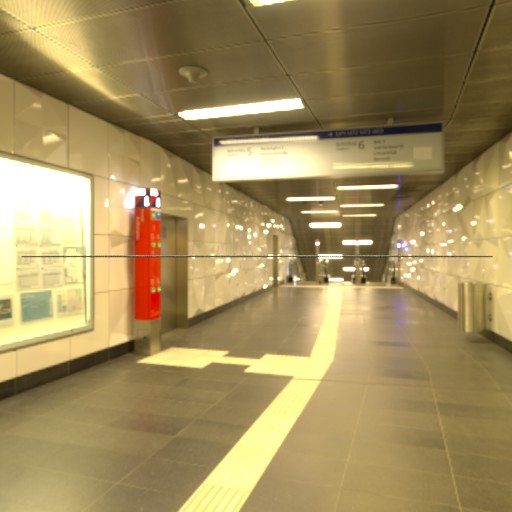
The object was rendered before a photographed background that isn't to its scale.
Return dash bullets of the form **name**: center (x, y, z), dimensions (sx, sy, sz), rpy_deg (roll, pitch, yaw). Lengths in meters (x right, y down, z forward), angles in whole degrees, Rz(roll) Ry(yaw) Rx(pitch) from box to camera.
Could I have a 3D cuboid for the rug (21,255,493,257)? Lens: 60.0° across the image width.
- **rug**: center (0.000, 0.000, 2.305), dimensions (1.819, 0.005, 1.200), rpy_deg (0, 0, -1)
